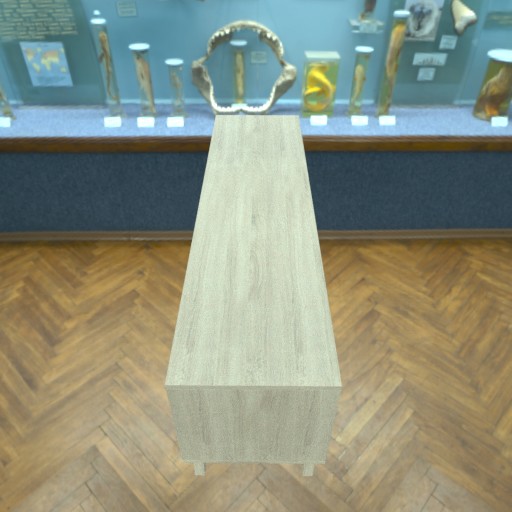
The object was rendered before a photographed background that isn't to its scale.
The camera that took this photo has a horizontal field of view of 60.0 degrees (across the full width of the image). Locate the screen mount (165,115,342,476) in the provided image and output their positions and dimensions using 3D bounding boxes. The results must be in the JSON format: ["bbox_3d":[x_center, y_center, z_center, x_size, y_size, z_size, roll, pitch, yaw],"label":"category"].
[{"bbox_3d":[0.000,0.000,1.735,0.400,0.510,1.500,0,40,0],"label":"screen mount"}]
